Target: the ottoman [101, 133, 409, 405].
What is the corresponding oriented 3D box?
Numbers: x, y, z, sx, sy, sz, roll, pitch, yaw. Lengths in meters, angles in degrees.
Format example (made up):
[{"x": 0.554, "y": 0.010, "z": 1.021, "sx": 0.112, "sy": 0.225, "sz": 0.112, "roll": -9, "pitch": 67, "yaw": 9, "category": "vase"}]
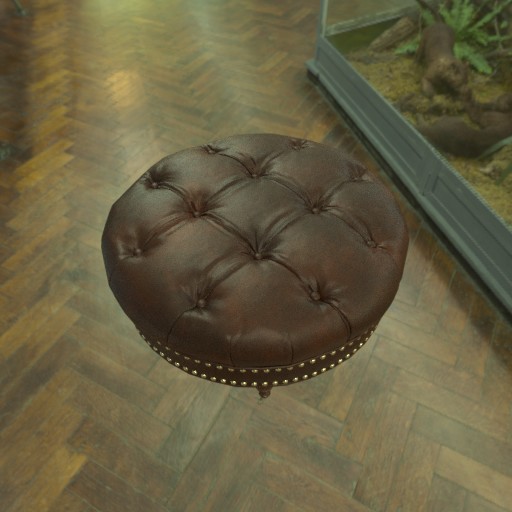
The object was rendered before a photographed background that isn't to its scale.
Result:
[{"x": 0.000, "y": 0.000, "z": 1.413, "sx": 0.901, "sy": 0.455, "sz": 0.901, "roll": 0, "pitch": 47, "yaw": 0, "category": "ottoman"}]
